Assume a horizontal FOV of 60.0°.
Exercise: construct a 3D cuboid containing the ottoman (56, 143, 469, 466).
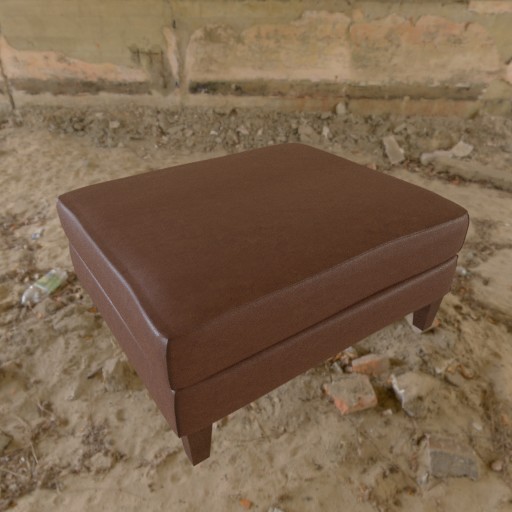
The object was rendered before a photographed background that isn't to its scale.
[{"bbox_3d":[0.000,0.000,1.418,0.987,0.472,0.836,-20,36,-29],"label":"ottoman"}]
